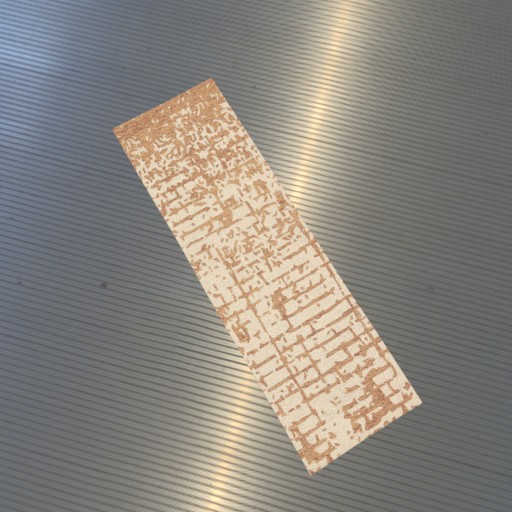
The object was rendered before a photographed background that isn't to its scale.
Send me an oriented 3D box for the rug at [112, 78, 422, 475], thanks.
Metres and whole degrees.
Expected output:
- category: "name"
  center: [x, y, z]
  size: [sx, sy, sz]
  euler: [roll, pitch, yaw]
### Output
- category: "rug"
  center: [0.000, 0.000, 2.711]
  size: [0.750, 0.011, 2.435]
  euler: [-30, 78, -7]
